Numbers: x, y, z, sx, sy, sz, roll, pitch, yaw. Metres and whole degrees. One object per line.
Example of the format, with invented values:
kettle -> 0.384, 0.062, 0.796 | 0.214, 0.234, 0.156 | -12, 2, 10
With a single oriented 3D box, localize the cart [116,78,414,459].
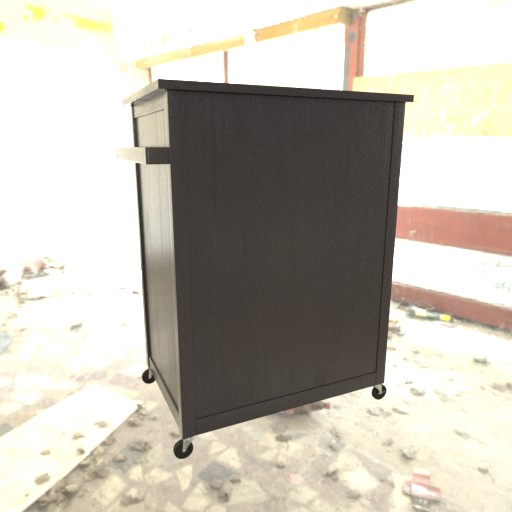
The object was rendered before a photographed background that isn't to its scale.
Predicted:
cart -> 0.000, 0.000, 1.295 | 0.690, 0.878, 0.449 | -6, 15, -24
